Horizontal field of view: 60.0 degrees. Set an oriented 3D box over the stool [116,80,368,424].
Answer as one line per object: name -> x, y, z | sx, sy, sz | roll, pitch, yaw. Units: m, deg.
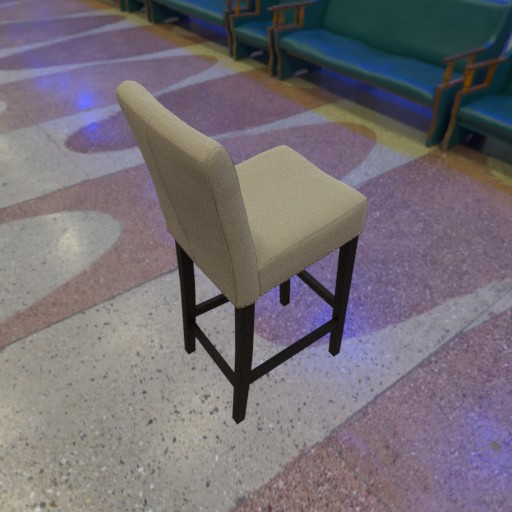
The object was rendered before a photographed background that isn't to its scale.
stool -> 0.000, 0.000, 1.349 | 0.548, 1.047, 0.411 | -26, 48, -25
